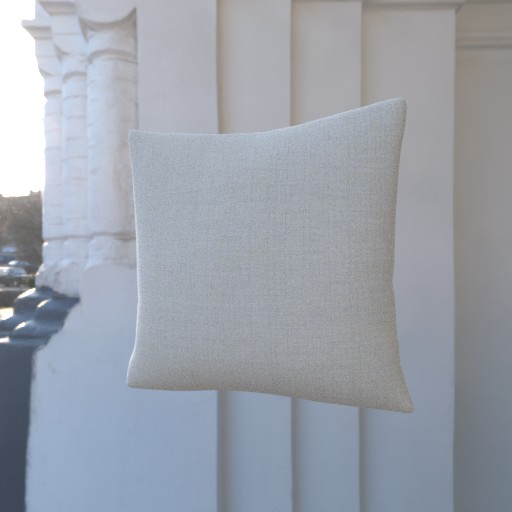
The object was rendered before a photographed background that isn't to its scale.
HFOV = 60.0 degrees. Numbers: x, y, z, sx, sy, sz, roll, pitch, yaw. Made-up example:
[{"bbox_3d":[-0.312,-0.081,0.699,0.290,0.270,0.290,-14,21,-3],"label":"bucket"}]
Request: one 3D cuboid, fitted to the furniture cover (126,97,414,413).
[{"bbox_3d":[0.000,0.000,0.650,0.435,0.420,0.145,0,-1,18],"label":"furniture cover"}]
